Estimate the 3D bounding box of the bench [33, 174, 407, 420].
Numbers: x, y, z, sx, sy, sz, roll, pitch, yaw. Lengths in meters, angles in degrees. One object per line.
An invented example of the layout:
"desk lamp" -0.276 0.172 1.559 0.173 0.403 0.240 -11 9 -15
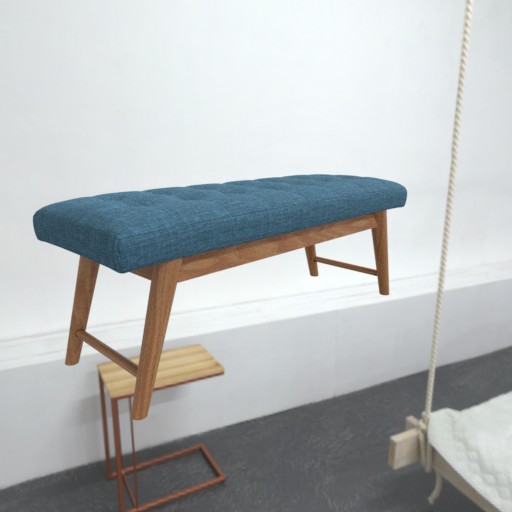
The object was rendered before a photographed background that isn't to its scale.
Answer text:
"bench" 0.000 0.000 1.345 0.406 0.432 1.118 14 21 42
